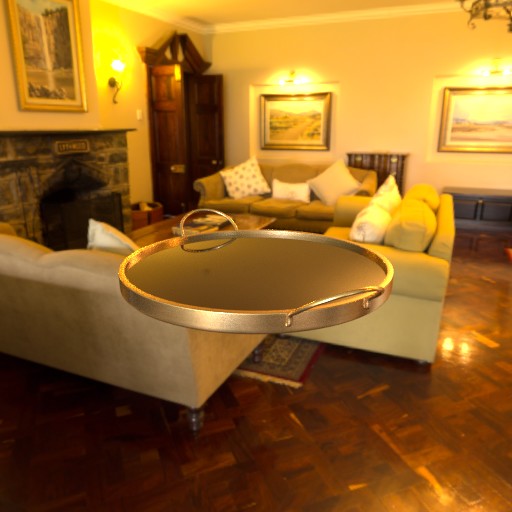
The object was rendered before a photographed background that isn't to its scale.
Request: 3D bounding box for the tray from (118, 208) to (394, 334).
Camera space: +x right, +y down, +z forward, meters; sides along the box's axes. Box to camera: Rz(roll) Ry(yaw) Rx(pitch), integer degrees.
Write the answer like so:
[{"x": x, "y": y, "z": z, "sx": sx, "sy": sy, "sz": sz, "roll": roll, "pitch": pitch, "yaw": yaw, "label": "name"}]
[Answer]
[{"x": 0.000, "y": 0.000, "z": 0.734, "sx": 0.438, "sy": 0.069, "sz": 0.543, "roll": -8, "pitch": 18, "yaw": -25, "label": "tray"}]
